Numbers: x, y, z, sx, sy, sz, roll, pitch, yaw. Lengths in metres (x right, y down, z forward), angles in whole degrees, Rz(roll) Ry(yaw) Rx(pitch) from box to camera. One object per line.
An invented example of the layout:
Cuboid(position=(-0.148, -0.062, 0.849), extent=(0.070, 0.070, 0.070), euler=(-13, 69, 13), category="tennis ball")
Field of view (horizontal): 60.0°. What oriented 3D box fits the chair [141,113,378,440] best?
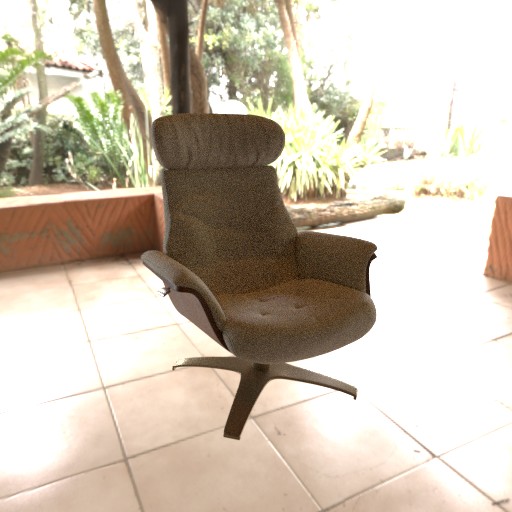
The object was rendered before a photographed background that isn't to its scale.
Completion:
Cuboid(position=(0.000, 0.000, 1.600), extent=(0.785, 0.995, 0.837), euler=(-9, 19, -27), category="chair")
